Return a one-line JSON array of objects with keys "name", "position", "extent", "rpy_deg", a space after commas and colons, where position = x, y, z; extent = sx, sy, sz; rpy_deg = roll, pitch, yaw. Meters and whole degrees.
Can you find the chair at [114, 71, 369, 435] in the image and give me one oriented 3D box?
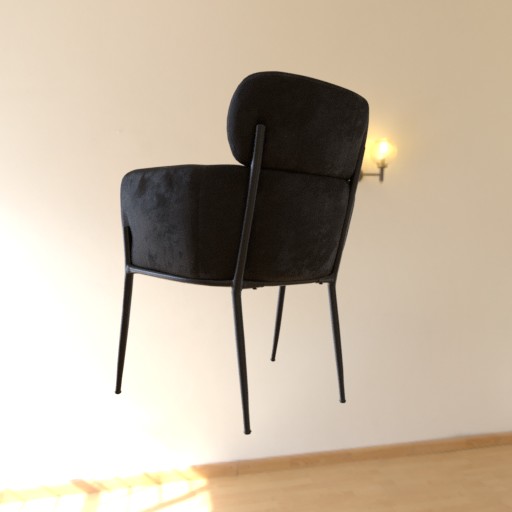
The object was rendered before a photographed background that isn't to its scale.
[{"name": "chair", "position": [0.000, 0.000, 1.269], "extent": [0.640, 0.818, 0.604], "rpy_deg": [-1, 2, -38]}]
